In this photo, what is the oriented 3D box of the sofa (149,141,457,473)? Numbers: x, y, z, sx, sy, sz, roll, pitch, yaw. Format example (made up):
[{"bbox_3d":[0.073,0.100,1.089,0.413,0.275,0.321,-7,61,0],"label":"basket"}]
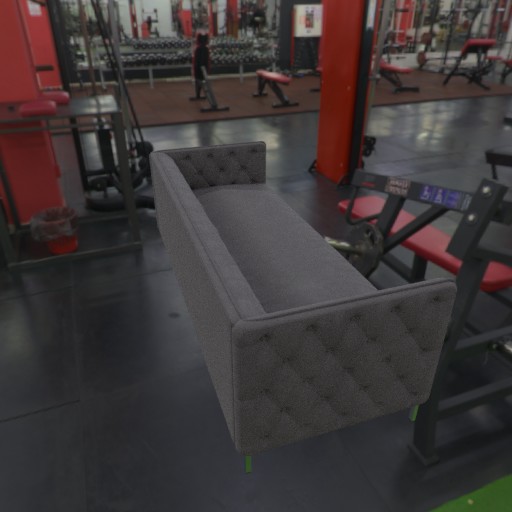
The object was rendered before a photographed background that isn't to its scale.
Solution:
[{"bbox_3d":[0.000,0.000,2.598,0.895,0.771,2.209,-10,31,-16],"label":"sofa"}]
